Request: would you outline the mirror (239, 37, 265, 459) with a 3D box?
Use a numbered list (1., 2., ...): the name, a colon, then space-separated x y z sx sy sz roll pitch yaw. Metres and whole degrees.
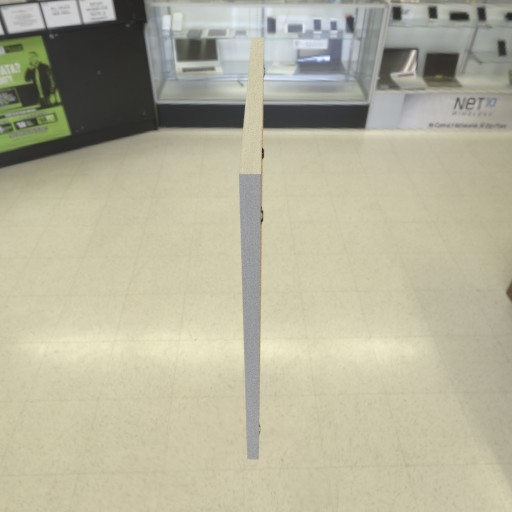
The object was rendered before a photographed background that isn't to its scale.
1. mirror: 0.000 0.000 1.332 0.040 1.016 0.762 1 41 1
